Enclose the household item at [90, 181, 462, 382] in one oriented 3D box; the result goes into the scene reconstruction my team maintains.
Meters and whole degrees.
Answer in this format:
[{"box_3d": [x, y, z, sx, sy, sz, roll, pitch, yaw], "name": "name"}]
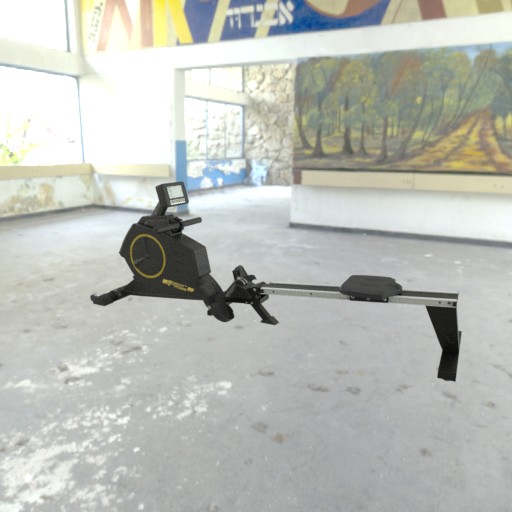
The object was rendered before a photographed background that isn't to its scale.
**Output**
[{"box_3d": [0.000, 0.000, 2.596, 2.251, 0.810, 0.521, 7, 16, 26], "name": "household item"}]
